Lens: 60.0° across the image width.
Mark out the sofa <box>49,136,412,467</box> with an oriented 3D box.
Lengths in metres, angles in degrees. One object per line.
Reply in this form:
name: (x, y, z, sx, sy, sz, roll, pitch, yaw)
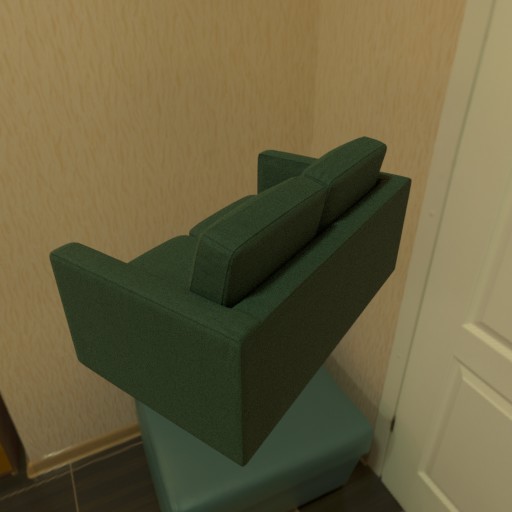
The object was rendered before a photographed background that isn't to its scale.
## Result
sofa: (0.000, 0.000, 1.985, 0.879, 0.899, 1.430, 19, 36, 29)
